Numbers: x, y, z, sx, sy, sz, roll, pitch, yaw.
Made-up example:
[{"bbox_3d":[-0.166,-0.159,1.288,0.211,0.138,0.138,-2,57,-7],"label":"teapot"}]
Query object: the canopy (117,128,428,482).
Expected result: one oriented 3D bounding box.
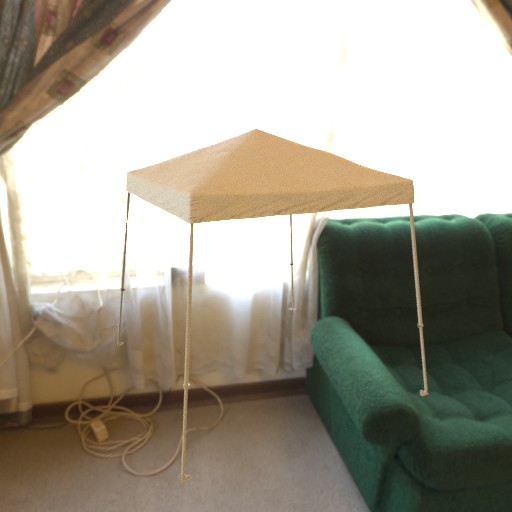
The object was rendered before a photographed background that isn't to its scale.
[{"bbox_3d":[0.000,0.000,6.505,3.599,3.600,3.600,-8,17,-26],"label":"canopy"}]
